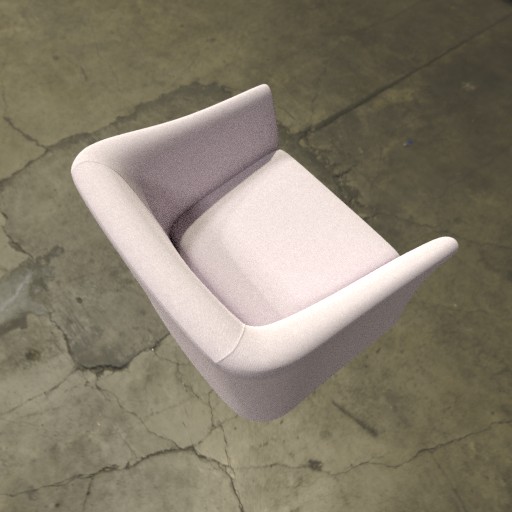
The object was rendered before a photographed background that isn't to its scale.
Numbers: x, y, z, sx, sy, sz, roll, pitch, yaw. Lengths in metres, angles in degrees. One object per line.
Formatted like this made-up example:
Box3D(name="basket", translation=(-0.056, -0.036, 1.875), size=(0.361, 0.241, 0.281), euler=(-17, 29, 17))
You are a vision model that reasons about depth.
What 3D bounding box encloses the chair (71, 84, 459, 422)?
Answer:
Box3D(name="chair", translation=(0.000, 0.000, 1.333), size=(0.700, 0.720, 0.790), euler=(-34, 65, -19))
